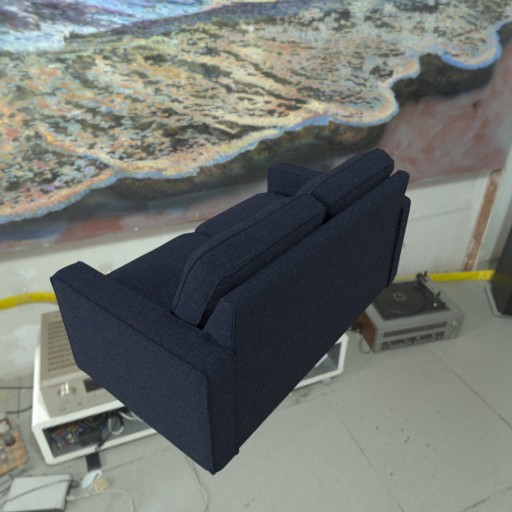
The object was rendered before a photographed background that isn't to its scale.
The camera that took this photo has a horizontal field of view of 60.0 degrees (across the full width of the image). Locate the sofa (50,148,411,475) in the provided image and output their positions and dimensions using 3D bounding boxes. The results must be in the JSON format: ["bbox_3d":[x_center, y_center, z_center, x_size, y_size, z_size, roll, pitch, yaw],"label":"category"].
[{"bbox_3d":[0.000,0.000,2.267,0.947,0.918,1.709,23,39,31],"label":"sofa"}]
